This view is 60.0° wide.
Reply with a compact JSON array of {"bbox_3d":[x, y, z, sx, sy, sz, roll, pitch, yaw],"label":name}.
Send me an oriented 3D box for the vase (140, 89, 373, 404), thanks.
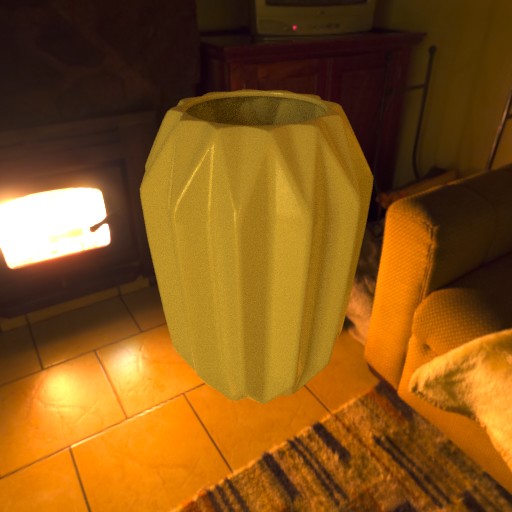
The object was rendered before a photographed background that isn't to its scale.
[{"bbox_3d":[0.000,0.000,0.417,0.195,0.275,0.195,0,32,0],"label":"vase"}]
